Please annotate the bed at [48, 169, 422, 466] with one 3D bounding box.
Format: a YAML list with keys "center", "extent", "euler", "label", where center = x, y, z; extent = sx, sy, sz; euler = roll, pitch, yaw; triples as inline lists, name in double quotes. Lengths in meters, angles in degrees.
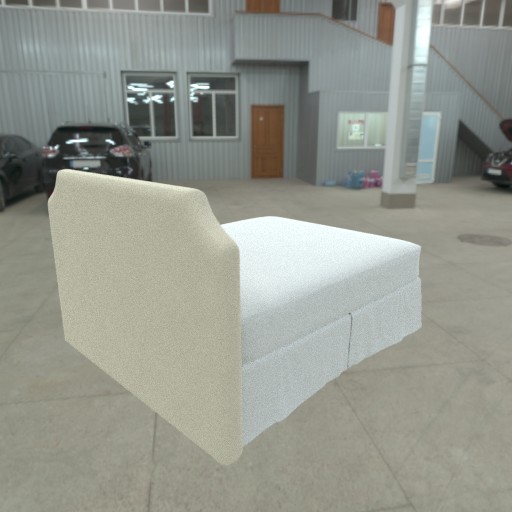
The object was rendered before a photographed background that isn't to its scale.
- center: [0.000, 0.000, 3.234]
  extent: [2.209, 1.296, 1.827]
  euler: [-15, 22, -43]
  label: "bed"
